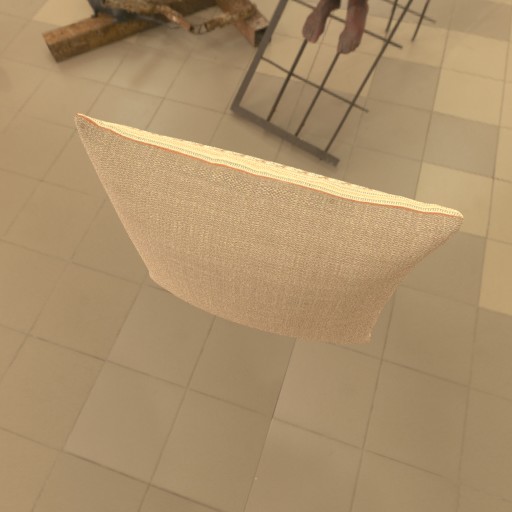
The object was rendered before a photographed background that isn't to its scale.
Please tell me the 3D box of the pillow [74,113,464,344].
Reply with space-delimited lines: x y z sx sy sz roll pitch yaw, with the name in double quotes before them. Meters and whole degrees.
"pillow" 0.000 0.000 0.779 0.521 0.519 0.215 16 64 8
